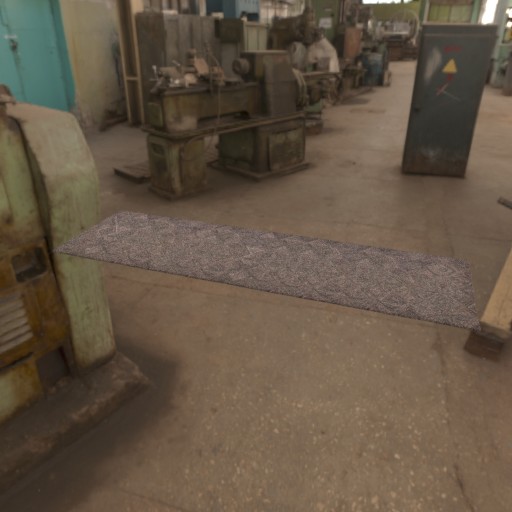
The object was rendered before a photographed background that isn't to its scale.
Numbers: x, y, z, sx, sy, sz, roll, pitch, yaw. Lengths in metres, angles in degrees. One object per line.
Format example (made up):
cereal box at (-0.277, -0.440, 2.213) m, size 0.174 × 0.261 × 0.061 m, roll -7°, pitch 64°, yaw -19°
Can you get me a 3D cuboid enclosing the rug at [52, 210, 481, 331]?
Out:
rug at (0.000, 0.000, 2.534) m, size 2.296 × 0.011 × 0.691 m, roll 9°, pitch 29°, yaw 17°
